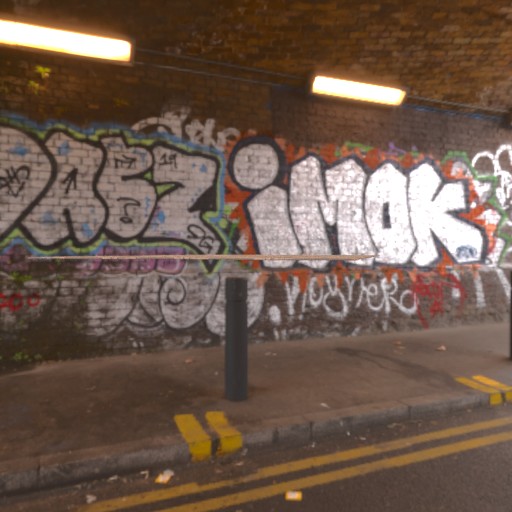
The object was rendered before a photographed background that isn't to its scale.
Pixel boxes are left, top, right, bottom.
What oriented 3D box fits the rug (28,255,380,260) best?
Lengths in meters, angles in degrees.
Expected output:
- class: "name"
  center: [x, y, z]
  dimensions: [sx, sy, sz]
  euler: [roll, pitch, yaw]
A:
- class: "rug"
  center: [0.000, 0.000, 2.217]
  dimensions: [1.148, 0.010, 1.754]
  euler: [0, 0, 18]
